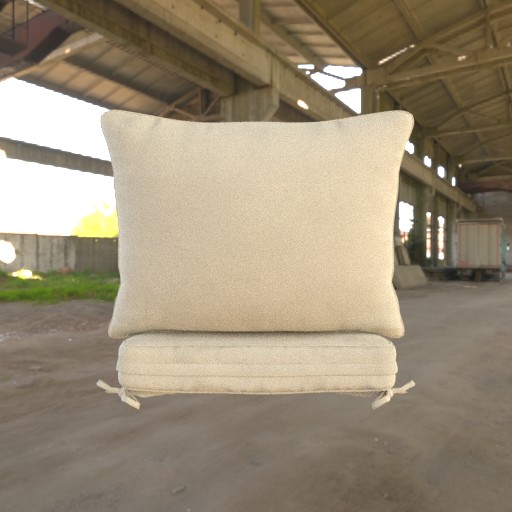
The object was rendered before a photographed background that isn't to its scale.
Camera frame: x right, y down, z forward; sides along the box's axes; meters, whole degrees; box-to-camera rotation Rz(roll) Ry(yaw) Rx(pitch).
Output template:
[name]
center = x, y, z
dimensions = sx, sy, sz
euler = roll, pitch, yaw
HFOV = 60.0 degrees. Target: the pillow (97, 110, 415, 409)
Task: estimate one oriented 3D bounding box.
[pillow]
center = 0.000, 0.000, 1.363
dimensions = 0.798, 0.716, 0.733
euler = 0, 0, 0
